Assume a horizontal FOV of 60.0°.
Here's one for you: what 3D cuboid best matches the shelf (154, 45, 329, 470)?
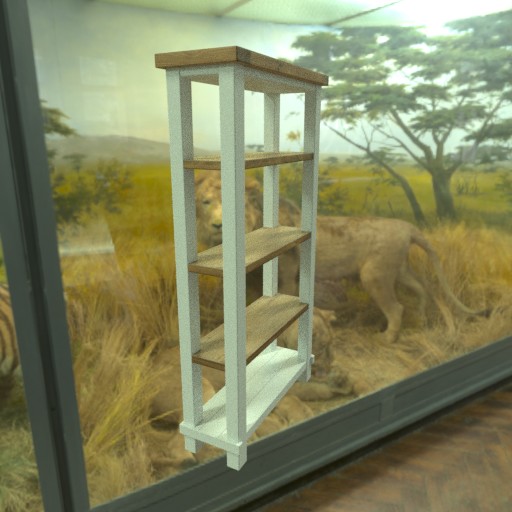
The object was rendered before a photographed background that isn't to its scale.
[{"bbox_3d":[0.000,0.000,2.370,0.381,1.878,1.022,8,18,27],"label":"shelf"}]
